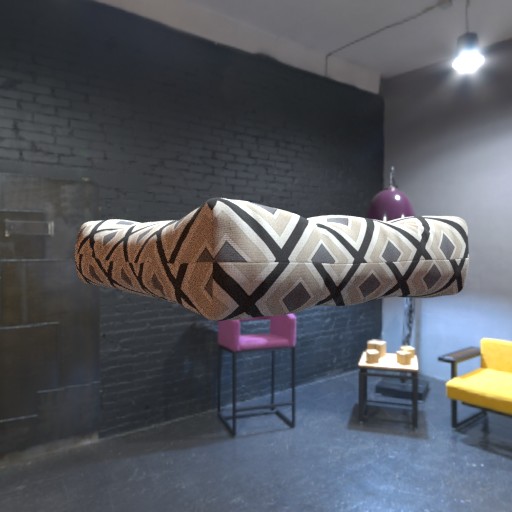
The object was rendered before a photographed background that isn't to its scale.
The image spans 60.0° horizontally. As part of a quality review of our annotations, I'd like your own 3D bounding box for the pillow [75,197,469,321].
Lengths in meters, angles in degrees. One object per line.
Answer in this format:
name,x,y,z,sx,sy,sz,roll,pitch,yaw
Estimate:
pillow,0.000,0.000,0.724,0.468,0.128,0.490,-1,1,-36
